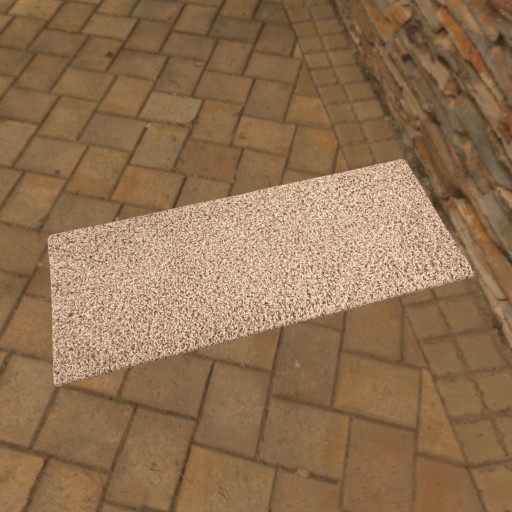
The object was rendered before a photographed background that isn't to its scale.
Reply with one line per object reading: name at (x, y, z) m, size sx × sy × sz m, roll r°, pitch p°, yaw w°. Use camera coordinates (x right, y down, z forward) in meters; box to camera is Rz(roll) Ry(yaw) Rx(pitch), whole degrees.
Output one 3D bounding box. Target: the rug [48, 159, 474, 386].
rug at (0.000, 0.000, 1.694) m, size 1.524 × 0.030 × 0.609 m, roll -13°, pitch 59°, yaw -8°
